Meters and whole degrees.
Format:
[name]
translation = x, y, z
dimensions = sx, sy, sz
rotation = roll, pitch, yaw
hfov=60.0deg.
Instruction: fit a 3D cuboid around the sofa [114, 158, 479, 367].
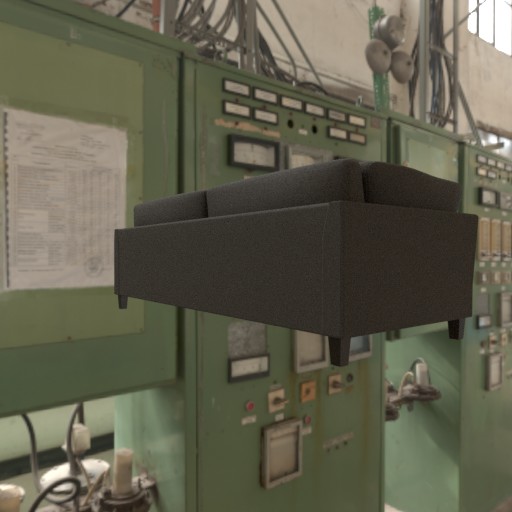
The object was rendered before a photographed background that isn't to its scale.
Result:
[sofa]
translation = 0.000, 0.000, 2.738
dimensions = 0.969, 0.792, 2.312
rotation = 0, 0, -38
